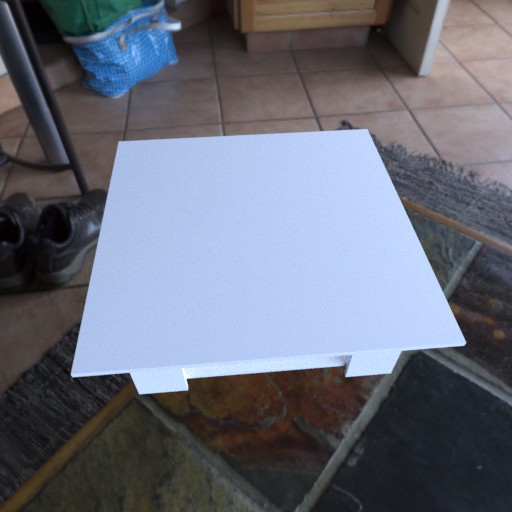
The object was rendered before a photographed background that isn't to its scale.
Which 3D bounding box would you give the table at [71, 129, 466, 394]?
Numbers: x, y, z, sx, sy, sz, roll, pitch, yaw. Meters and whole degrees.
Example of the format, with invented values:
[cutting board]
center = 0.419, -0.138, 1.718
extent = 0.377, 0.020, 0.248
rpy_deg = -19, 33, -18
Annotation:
[table]
center = 0.000, 0.000, 1.400
extent = 0.890, 0.305, 0.890
rpy_deg = -4, 48, -3
